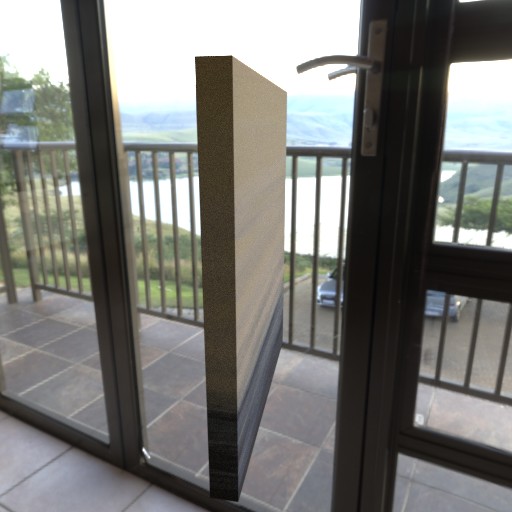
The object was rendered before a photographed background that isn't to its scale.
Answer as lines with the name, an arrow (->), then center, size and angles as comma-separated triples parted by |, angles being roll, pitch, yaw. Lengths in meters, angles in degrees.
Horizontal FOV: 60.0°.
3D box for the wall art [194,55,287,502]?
wall art -> 0.000, 0.000, 0.688 | 0.037, 0.511, 0.435 | 3, 16, 10
